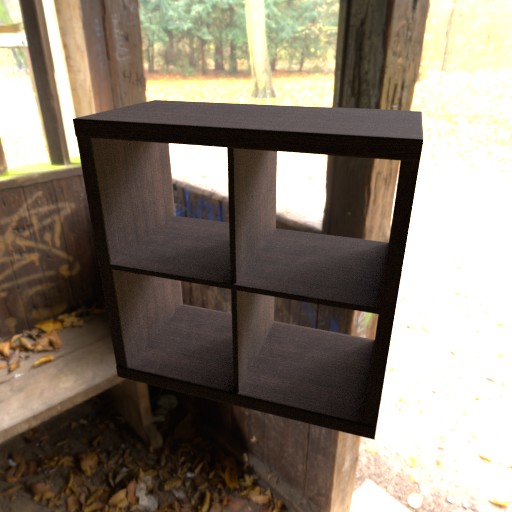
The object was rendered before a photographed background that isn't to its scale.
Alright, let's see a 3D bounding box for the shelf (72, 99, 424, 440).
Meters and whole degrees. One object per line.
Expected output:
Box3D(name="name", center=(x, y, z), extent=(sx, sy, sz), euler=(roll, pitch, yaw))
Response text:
Box3D(name="shelf", center=(0.000, 0.000, 1.281), extent=(0.790, 0.786, 0.390), euler=(8, 27, 16))
